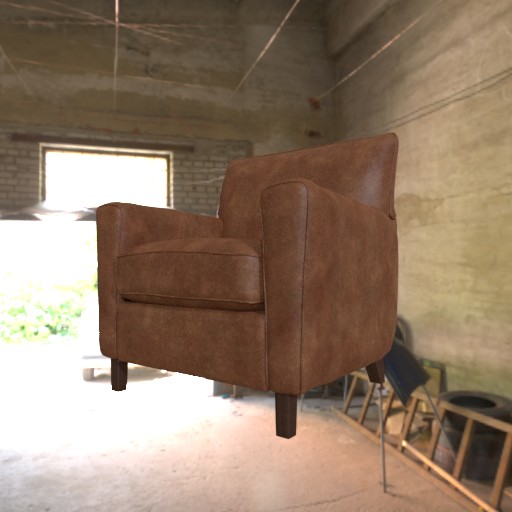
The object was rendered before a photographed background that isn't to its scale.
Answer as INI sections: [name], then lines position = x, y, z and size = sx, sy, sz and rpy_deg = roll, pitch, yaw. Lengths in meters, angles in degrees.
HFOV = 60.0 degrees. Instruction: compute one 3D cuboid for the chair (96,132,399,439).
[chair]
position = 0.000, 0.000, 1.623
size = 0.870, 0.943, 0.823
rpy_deg = -1, -1, 36
